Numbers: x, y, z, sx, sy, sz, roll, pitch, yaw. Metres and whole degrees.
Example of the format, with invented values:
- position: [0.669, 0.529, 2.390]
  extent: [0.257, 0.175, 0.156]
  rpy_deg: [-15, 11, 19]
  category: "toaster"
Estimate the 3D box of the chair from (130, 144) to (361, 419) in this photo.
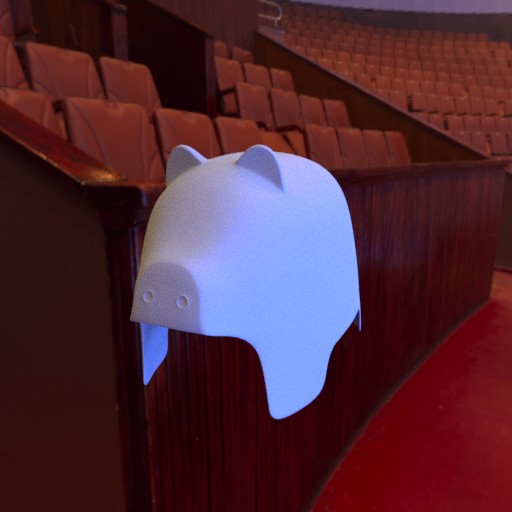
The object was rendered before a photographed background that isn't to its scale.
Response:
- position: [0.000, 0.000, 0.874]
  extent: [0.364, 0.423, 0.619]
  rpy_deg: [6, 15, 23]
  category: "chair"
